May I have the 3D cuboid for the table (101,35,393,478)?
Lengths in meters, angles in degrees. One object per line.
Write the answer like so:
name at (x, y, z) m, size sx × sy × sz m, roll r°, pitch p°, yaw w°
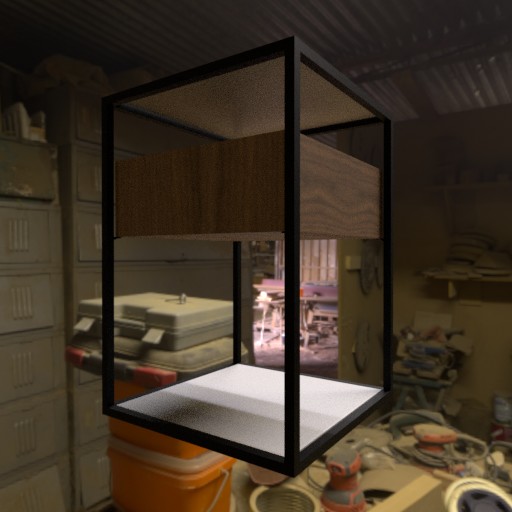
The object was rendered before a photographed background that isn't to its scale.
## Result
table at (0.000, 0.000, 0.803) m, size 0.378 × 0.540 × 0.378 m, roll 0°, pitch 0°, yaw 35°
